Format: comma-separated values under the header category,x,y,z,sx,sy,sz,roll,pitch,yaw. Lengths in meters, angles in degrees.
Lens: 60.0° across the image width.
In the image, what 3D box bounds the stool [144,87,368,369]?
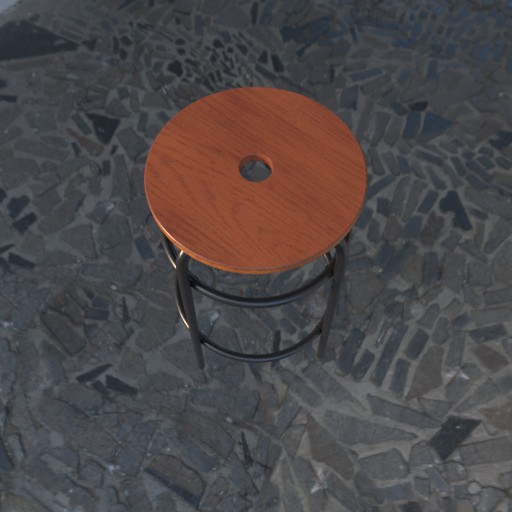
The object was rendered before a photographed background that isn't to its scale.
category,x,y,z,sx,sy,sz,roll,pitch,yaw
stool,0.000,0.000,0.940,0.455,0.610,0.455,37,70,16
